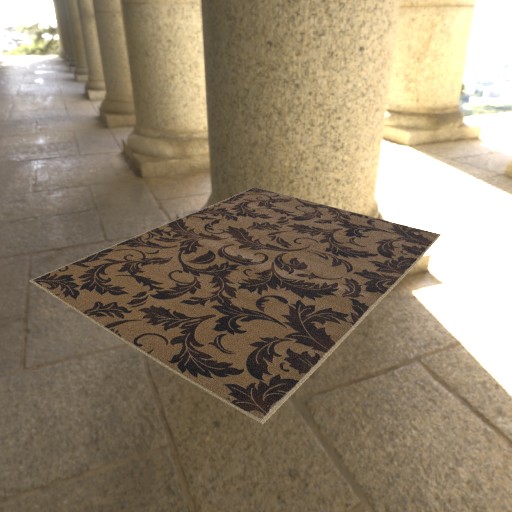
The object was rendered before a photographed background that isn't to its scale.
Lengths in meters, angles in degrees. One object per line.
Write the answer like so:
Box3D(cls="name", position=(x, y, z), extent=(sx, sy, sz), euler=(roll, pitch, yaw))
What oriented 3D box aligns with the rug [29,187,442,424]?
Box3D(cls="rug", position=(0.000, 0.000, 3.977), extent=(2.380, 0.008, 2.977), euler=(20, 33, 33))
